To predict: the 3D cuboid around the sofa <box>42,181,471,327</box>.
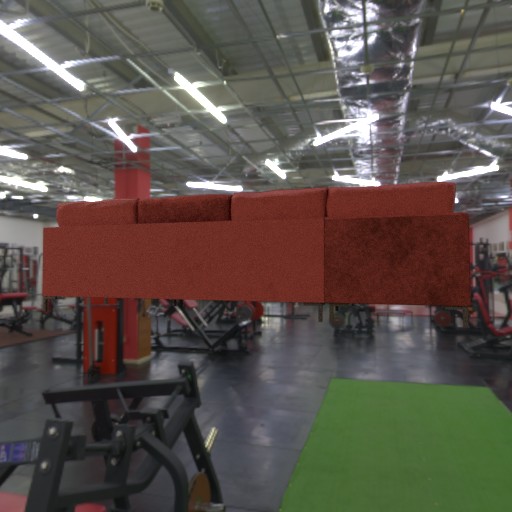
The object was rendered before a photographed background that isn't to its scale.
[{"bbox_3d":[0.000,0.000,4.011,3.400,0.967,1.500,-1,-2,18],"label":"sofa"}]
